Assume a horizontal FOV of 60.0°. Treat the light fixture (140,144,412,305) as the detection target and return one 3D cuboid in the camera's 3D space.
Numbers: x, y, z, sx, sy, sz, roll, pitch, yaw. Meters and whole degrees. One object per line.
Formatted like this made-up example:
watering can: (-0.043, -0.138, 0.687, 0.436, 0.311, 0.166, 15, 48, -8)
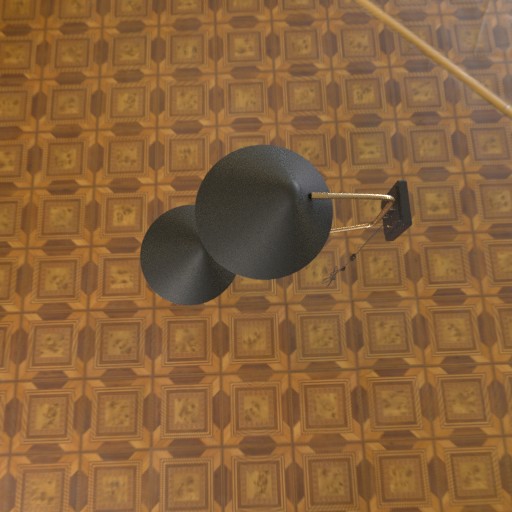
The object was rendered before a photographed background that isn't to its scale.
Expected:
light fixture: (0.000, 0.000, 0.846, 0.422, 0.665, 0.189, -2, 77, -1)
